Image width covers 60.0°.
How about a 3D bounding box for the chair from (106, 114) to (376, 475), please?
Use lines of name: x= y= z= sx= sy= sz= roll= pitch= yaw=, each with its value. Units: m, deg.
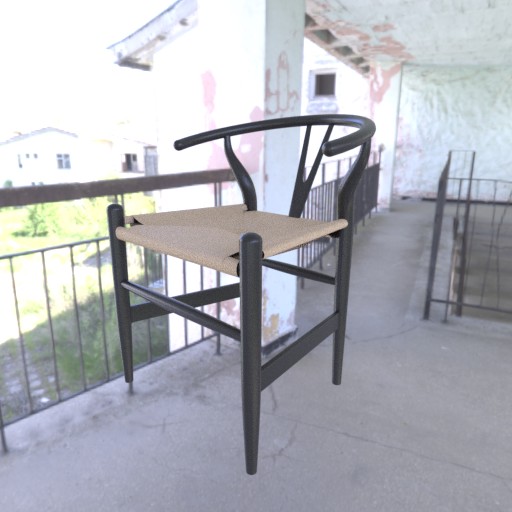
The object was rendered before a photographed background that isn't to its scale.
chair: x=0.000 y=0.000 z=1.185 sx=0.570 sy=0.739 sz=0.570 roll=-15 pitch=21 yaw=-43
